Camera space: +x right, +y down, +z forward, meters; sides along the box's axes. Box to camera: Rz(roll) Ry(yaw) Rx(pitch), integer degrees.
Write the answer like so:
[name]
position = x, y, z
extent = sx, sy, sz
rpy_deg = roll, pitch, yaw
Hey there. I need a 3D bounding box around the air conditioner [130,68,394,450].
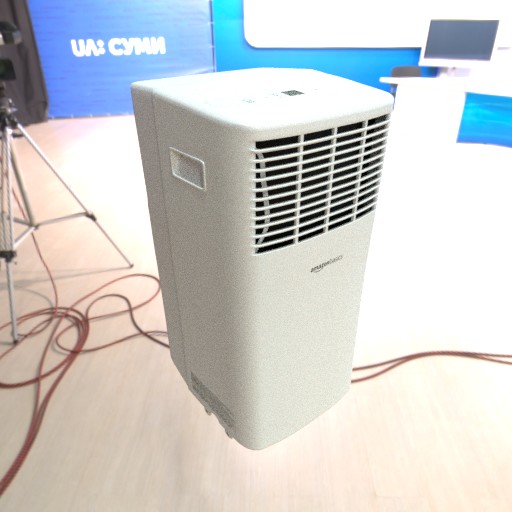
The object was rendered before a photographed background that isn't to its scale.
[air conditioner]
position = 0.000, 0.000, 0.814
extent = 0.304, 0.606, 0.349
rpy_deg = -21, 37, -31
